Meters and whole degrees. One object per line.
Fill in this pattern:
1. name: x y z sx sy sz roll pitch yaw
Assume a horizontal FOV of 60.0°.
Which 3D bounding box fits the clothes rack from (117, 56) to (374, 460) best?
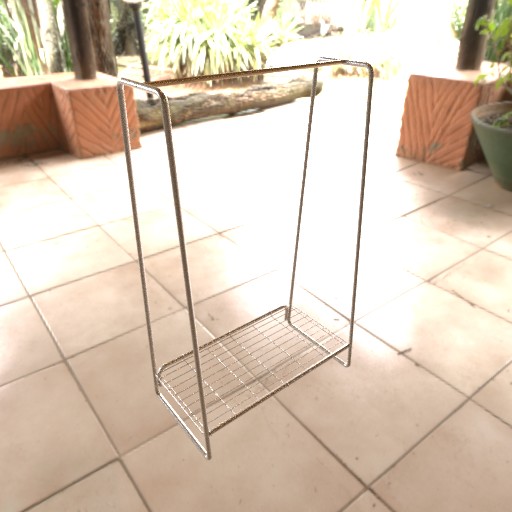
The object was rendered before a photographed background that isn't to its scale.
1. clothes rack: 0.000 0.000 1.910 0.900 1.500 0.495 -22 37 -32
